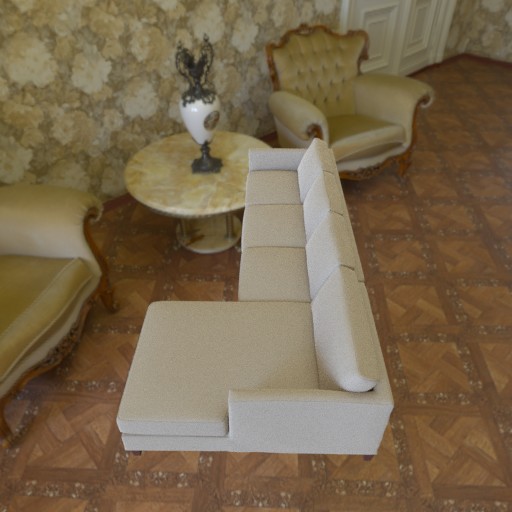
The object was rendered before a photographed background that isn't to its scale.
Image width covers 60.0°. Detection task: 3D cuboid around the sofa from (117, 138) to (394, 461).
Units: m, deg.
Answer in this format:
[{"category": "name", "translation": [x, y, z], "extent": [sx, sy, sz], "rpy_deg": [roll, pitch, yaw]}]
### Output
[{"category": "sofa", "translation": [0.000, 0.000, 3.834], "extent": [1.625, 0.861, 3.186], "rpy_deg": [1, 39, 1]}]
